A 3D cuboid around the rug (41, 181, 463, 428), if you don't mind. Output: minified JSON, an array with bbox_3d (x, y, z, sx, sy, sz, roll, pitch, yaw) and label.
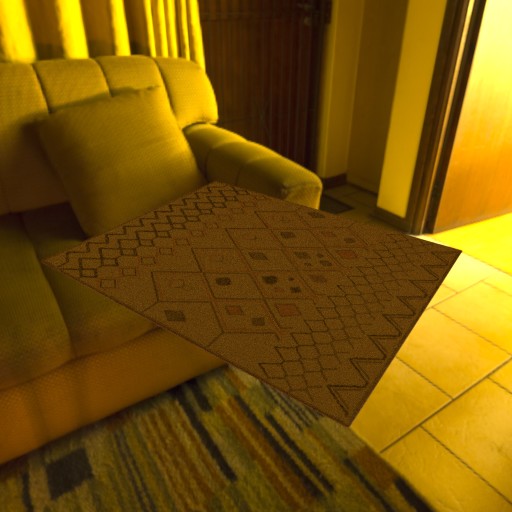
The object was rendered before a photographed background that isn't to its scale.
[{"bbox_3d":[0.000,0.000,4.097,3.050,0.016,2.441,20,36,30],"label":"rug"}]
